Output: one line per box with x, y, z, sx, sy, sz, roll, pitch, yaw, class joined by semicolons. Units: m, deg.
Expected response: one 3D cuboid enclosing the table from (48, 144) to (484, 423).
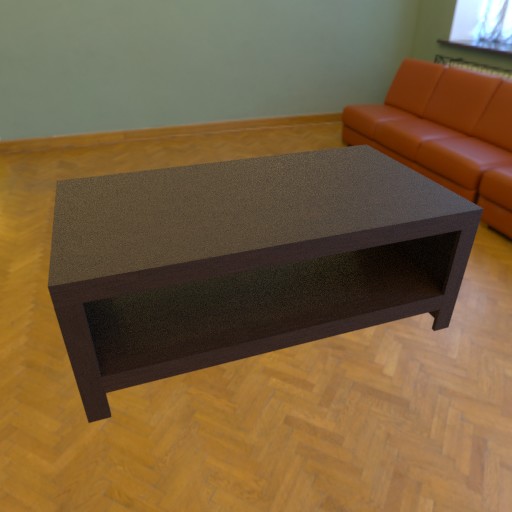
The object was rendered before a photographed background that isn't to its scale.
0.000;0.000;1.399;1.099;0.424;0.597;-10;33;-16;table
